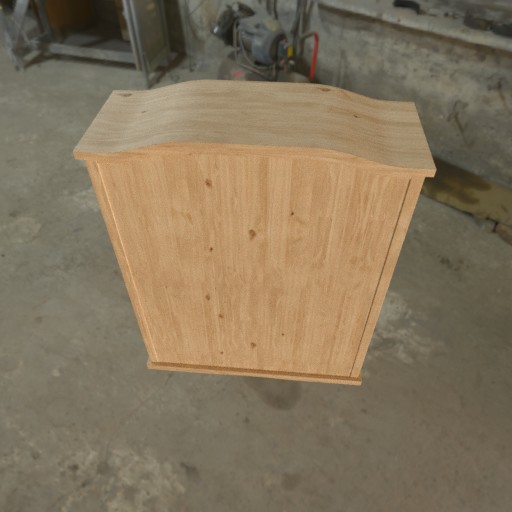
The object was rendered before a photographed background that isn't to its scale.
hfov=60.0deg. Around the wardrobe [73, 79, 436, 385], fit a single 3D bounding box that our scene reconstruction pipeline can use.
[{"bbox_3d":[0.000,0.000,2.637,1.500,1.870,0.570,4,46,3],"label":"wardrobe"}]
